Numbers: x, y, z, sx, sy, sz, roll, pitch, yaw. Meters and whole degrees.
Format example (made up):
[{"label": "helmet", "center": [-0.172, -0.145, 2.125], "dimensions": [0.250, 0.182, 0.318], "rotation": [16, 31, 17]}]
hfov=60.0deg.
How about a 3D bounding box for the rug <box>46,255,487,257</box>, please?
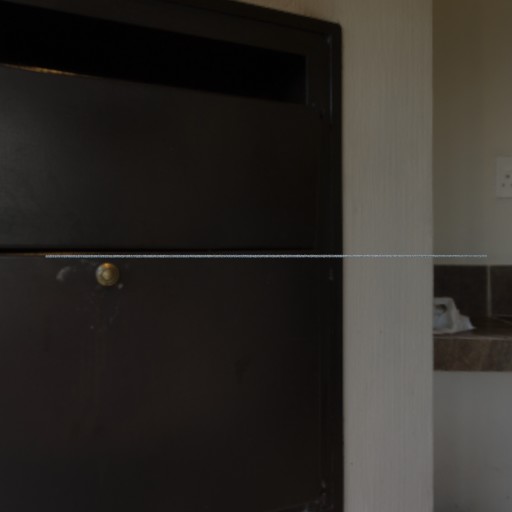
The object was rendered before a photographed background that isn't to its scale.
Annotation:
[{"label": "rug", "center": [0.000, 0.000, 2.218], "dimensions": [1.752, 0.006, 1.142], "rotation": [0, 0, -17]}]
